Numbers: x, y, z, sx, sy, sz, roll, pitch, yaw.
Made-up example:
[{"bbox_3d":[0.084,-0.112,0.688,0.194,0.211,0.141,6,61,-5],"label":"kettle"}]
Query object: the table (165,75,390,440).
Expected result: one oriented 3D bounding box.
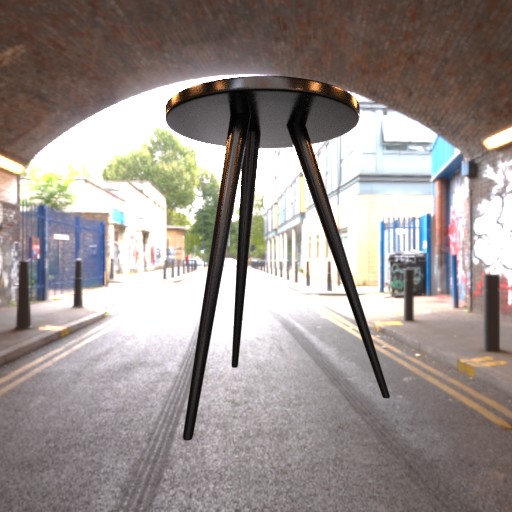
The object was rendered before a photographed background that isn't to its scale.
[{"bbox_3d":[0.000,0.000,0.837,0.403,0.548,0.415,0,0,36],"label":"table"}]
